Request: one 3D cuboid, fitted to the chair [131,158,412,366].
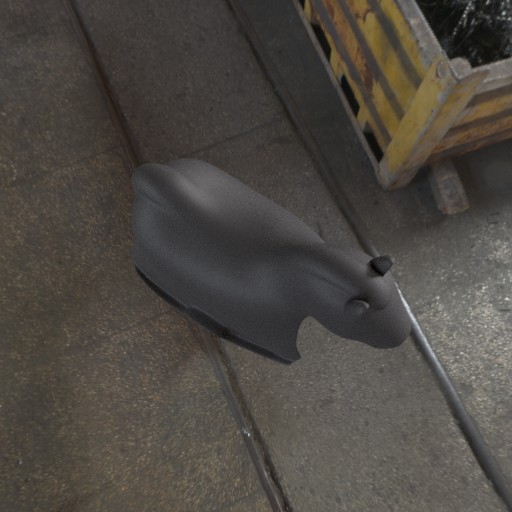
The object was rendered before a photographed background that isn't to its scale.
[{"bbox_3d":[0.000,0.000,1.146,0.800,0.612,0.429,31,76,9],"label":"chair"}]
